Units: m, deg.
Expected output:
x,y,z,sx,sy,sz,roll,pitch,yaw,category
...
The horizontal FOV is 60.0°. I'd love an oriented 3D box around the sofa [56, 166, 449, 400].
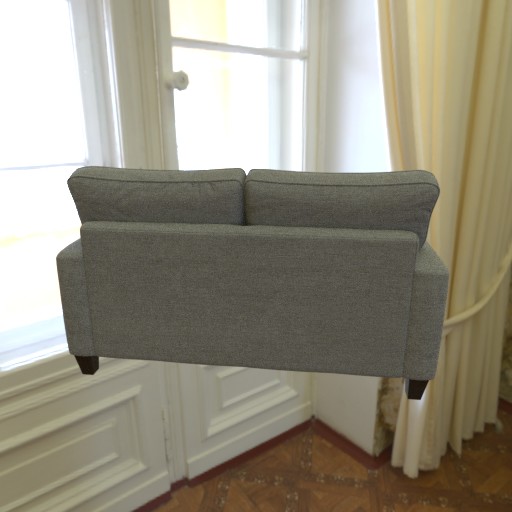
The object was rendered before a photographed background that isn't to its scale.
x,y,z,sx,sy,sz,roll,pitch,yaw,category
0.000,0.000,2.264,1.651,0.965,0.965,2,18,7,sofa
